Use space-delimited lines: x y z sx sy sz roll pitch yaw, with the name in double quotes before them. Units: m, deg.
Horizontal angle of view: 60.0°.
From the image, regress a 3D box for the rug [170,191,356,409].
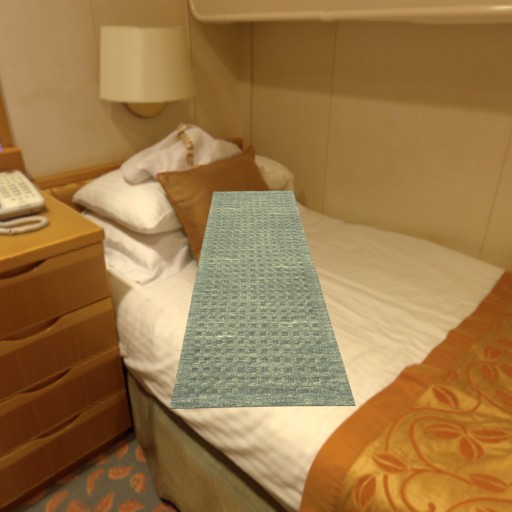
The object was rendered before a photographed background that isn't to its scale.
"rug" 0.000 0.000 2.718 0.688 0.008 2.443 -1 27 -1
